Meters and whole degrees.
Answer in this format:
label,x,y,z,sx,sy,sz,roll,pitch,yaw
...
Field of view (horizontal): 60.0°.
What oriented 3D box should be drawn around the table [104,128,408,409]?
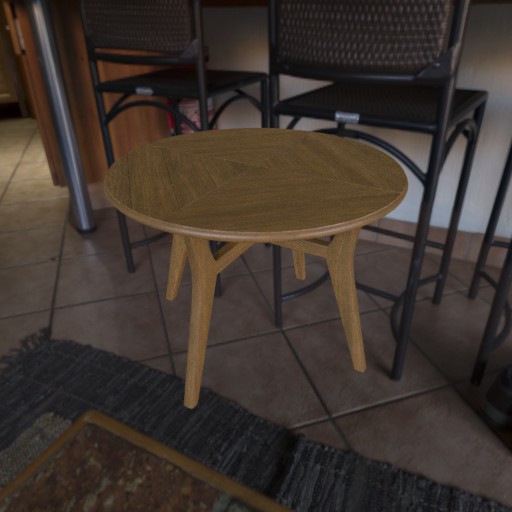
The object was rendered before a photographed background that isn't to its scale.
label,x,y,z,sx,sy,sz,roll,pitch,yaw
table,0.000,0.000,1.785,1.055,0.757,1.055,0,31,0
